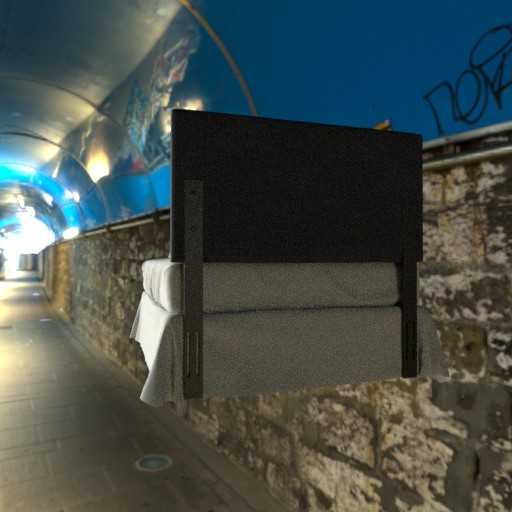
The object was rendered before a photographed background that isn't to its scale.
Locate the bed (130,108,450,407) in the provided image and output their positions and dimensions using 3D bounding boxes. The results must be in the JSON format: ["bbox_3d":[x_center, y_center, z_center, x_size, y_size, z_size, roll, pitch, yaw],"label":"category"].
[{"bbox_3d":[0.000,0.000,3.589,1.936,1.577,2.222,0,-1,-18],"label":"bed"}]
